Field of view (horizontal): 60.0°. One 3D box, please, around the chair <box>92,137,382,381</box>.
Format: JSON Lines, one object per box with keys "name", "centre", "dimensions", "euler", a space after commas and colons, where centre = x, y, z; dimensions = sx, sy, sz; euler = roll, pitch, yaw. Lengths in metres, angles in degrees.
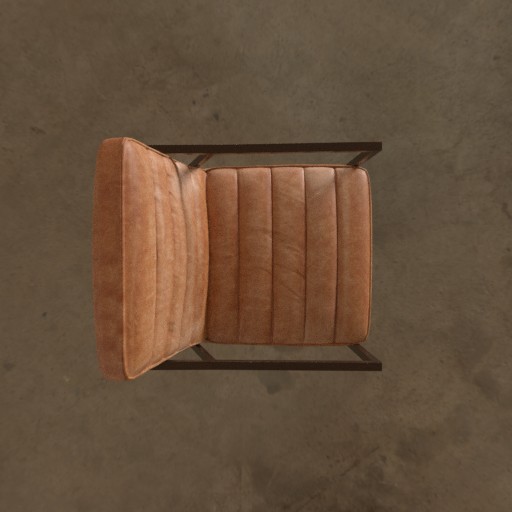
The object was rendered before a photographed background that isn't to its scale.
{"name": "chair", "centre": [0.000, 0.000, 1.284], "dimensions": [0.677, 0.832, 0.571], "euler": [0, 91, -1]}
